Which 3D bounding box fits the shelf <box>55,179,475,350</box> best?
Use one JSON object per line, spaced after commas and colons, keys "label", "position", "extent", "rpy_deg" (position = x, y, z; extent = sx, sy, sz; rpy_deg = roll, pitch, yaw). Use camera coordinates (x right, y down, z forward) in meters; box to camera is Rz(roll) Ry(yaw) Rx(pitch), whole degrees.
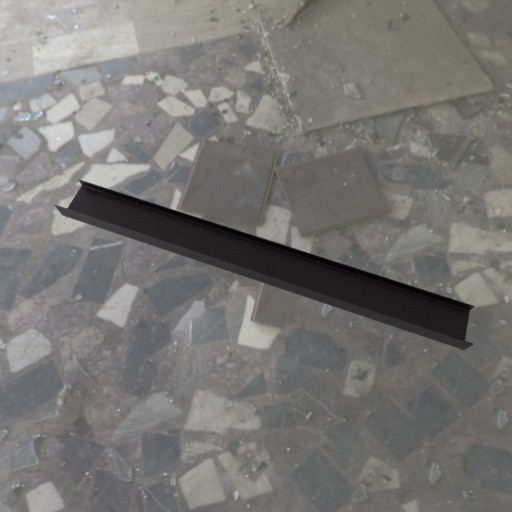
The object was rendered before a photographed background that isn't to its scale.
{"label": "shelf", "position": [0.000, 0.000, 0.961], "extent": [0.924, 0.049, 0.092], "rpy_deg": [18, 66, 8]}
